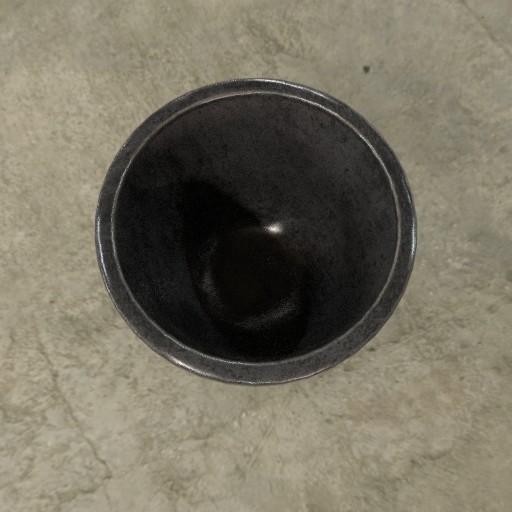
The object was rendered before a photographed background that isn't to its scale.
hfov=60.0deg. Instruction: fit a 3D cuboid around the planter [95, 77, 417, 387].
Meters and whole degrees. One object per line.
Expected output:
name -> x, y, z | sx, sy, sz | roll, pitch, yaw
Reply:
planter -> 0.000, 0.000, 0.357 | 0.197, 0.191, 0.197 | 0, 76, 0
